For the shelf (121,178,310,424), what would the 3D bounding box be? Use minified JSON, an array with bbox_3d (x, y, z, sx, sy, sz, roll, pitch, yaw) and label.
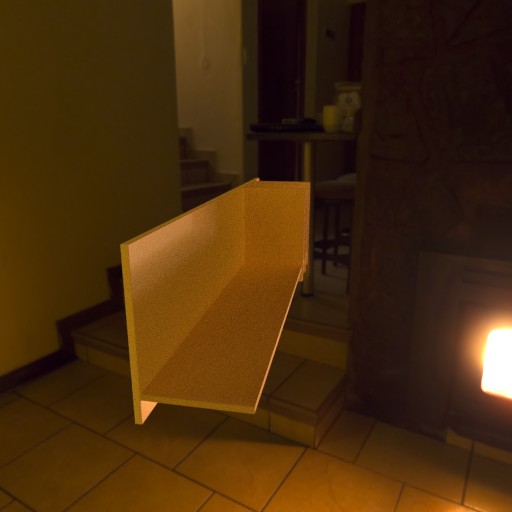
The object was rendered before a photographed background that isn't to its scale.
[{"bbox_3d":[0.000,0.000,1.143,0.200,0.300,1.020,3,16,11],"label":"shelf"}]
